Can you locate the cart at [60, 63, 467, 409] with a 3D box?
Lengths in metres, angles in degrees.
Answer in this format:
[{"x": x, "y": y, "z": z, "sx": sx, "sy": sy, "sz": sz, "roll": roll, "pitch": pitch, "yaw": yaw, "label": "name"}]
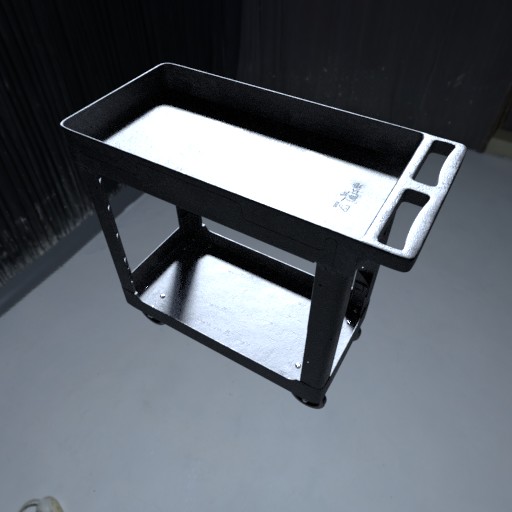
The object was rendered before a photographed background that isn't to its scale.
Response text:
[{"x": 0.000, "y": 0.000, "z": 1.331, "sx": 0.877, "sy": 0.824, "sz": 0.420, "roll": 23, "pitch": 51, "yaw": 21, "label": "cart"}]
